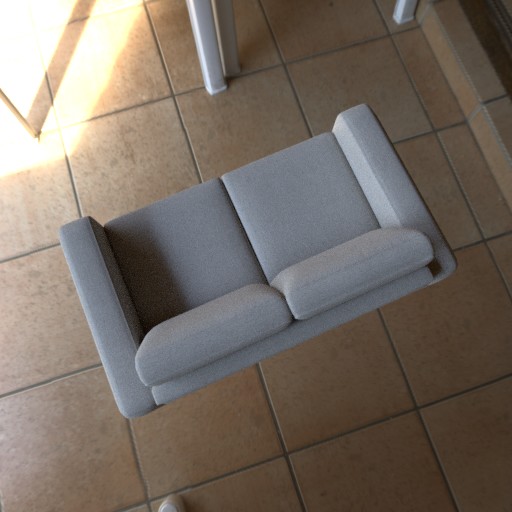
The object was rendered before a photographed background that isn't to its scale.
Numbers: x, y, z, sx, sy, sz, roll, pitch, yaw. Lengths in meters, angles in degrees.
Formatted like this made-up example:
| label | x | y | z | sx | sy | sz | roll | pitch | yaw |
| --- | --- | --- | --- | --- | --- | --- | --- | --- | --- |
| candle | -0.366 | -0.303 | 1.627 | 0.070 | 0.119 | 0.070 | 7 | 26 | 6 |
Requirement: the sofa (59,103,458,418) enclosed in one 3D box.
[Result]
| label | x | y | z | sx | sy | sz | roll | pitch | yaw |
| --- | --- | --- | --- | --- | --- | --- | --- | --- | --- |
| sofa | 0.000 | 0.000 | 2.069 | 1.540 | 0.800 | 0.900 | -23 | 78 | -5 |
